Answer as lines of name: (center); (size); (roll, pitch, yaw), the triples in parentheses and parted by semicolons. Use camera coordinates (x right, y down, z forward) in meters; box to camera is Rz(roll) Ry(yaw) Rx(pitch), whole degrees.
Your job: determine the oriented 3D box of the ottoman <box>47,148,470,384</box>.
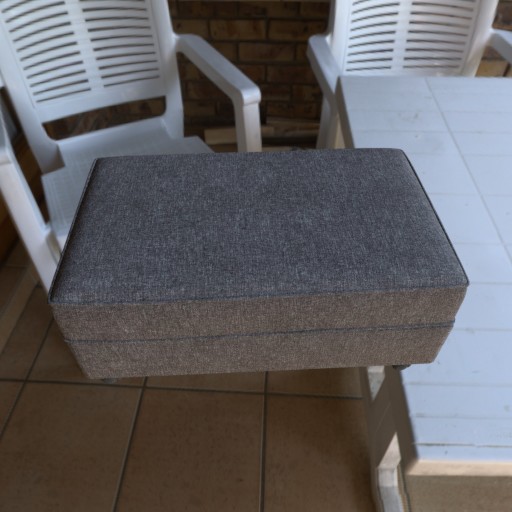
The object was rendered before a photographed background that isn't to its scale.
ottoman: (0.000, 0.000, 1.562); (1.184, 0.487, 0.717); (-2, 46, -2)
